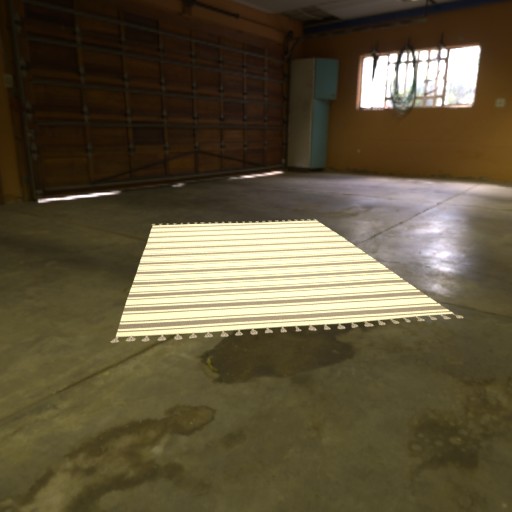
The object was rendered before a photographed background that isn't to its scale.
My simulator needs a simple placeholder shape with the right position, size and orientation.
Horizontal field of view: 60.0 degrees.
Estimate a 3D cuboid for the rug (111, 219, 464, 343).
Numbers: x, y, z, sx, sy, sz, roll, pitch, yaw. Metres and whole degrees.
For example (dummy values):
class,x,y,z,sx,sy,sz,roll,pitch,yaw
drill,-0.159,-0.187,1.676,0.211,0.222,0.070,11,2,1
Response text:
class,x,y,z,sx,sy,sz,roll,pitch,yaw
rug,0.000,0.000,3.044,1.563,0.014,2.425,-2,16,-8
